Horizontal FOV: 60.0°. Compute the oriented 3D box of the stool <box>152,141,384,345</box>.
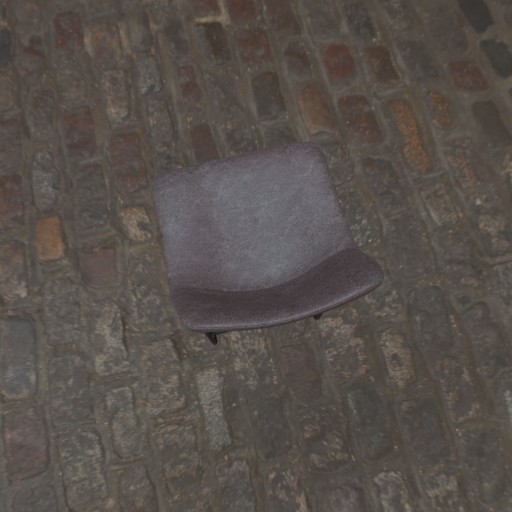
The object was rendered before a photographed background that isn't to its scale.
[{"bbox_3d":[0.000,0.000,1.408,0.514,1.082,0.561,-13,75,-4],"label":"stool"}]
